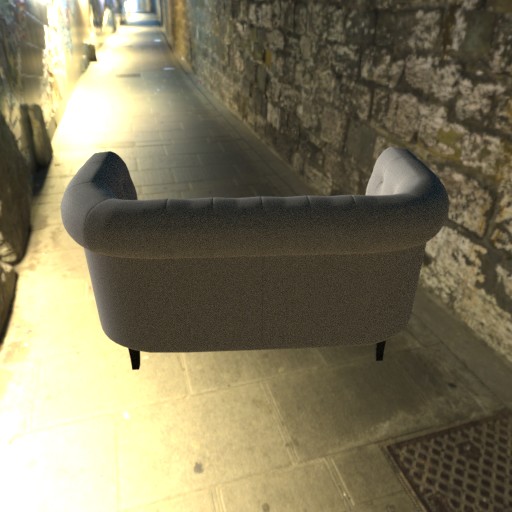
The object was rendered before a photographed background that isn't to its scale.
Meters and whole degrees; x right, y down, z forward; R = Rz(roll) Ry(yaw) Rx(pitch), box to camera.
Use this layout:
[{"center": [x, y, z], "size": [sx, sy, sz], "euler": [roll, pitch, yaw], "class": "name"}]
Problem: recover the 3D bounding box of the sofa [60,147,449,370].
[{"center": [0.000, 0.000, 2.012], "size": [1.558, 0.827, 0.835], "euler": [-1, 30, -3], "class": "sofa"}]
